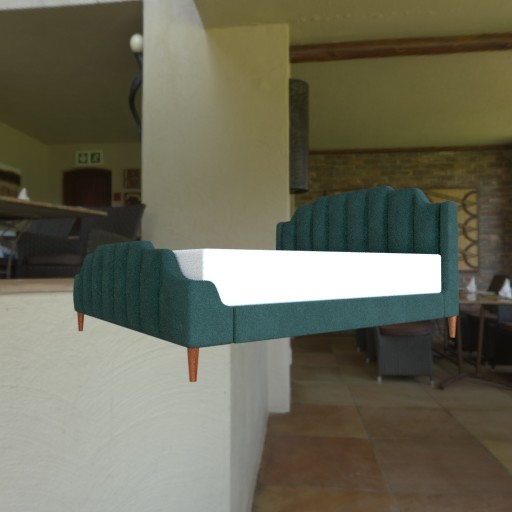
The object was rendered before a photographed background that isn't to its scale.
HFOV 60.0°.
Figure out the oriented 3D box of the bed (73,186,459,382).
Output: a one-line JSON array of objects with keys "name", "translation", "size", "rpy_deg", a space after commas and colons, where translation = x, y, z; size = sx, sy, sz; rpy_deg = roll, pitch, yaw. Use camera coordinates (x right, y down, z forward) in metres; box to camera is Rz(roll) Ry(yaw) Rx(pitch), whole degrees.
[{"name": "bed", "translation": [0.000, 0.000, 3.545], "size": [2.340, 1.245, 2.074], "rpy_deg": [1, -2, -36]}]
